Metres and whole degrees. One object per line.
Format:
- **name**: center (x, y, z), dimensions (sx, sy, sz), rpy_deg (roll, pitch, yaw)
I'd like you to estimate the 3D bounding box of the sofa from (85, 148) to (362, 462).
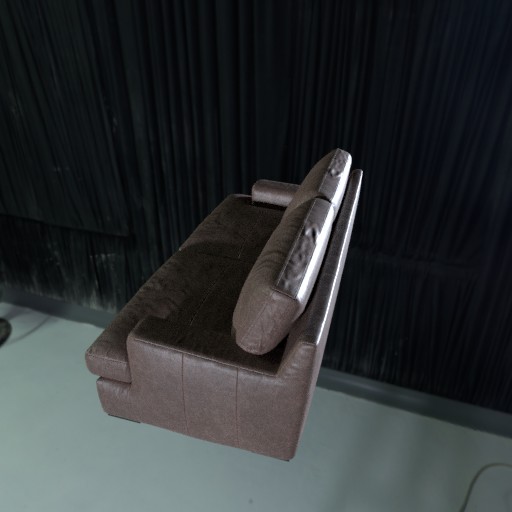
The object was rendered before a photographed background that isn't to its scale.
- **sofa**: center (0.000, 0.000, 2.886), dimensions (1.143, 0.941, 2.261), rpy_deg (8, 31, 14)
